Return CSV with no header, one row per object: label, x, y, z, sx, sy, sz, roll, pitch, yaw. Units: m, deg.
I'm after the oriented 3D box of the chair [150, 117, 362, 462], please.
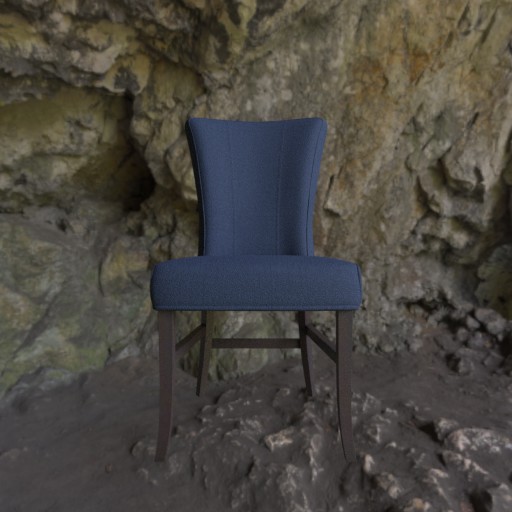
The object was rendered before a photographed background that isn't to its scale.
chair,0.000,0.000,1.374,0.520,0.991,0.660,0,1,0
